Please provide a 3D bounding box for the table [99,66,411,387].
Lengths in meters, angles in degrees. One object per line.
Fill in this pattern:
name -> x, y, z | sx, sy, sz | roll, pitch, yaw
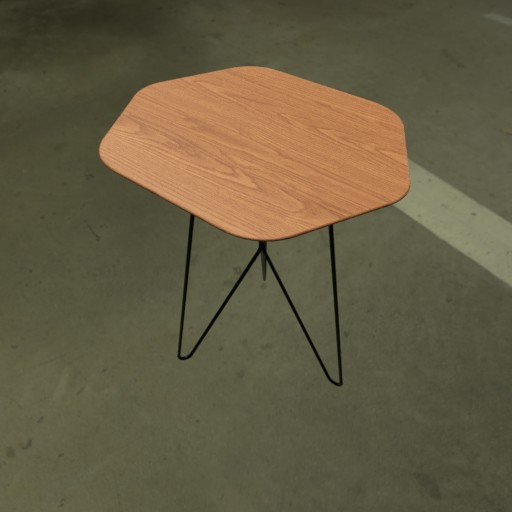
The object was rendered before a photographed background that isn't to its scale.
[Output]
table -> 0.000, 0.000, 0.894 | 0.500, 0.562, 0.400 | 29, 53, 24
